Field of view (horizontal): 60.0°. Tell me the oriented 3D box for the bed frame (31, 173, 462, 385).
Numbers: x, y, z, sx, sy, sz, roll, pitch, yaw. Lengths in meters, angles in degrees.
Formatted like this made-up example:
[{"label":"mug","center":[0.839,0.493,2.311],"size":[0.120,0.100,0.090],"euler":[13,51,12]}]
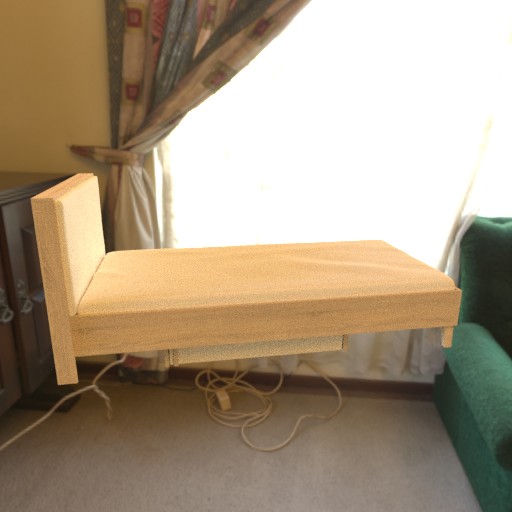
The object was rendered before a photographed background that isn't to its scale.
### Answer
[{"label":"bed frame","center":[0.000,0.000,2.683],"size":[2.140,0.920,0.990],"euler":[-3,17,-9]}]
